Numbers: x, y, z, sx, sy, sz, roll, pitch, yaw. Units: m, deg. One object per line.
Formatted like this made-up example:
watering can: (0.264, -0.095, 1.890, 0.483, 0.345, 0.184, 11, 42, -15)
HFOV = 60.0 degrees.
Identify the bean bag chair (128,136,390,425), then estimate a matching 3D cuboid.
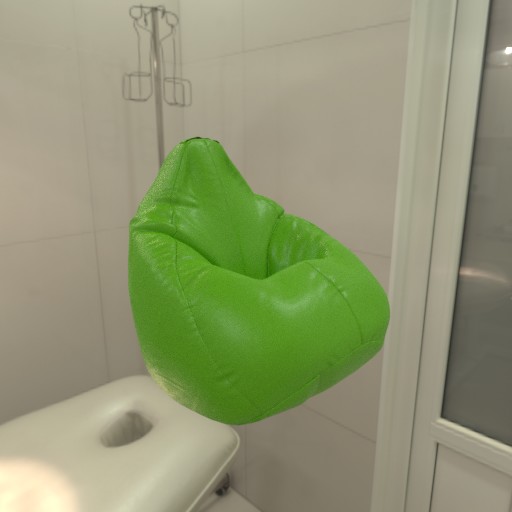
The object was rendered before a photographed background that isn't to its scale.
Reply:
bean bag chair: (0.000, 0.000, 1.899, 1.070, 0.990, 1.070, 14, 20, 43)
